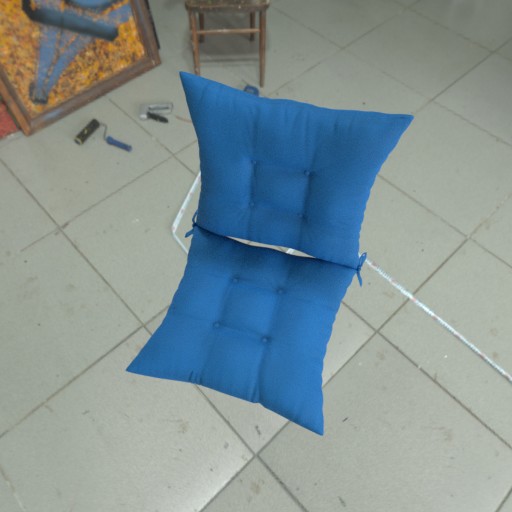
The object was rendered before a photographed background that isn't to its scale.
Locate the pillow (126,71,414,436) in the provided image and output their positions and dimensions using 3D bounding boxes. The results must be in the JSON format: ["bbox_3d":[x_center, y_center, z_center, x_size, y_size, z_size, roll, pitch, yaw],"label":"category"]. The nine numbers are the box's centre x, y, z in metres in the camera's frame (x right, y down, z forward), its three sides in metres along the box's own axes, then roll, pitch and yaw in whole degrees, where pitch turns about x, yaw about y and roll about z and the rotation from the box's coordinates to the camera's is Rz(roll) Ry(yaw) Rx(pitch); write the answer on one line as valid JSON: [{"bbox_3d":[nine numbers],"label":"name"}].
[{"bbox_3d":[0.000,0.000,1.021,0.541,0.536,0.585,15,59,9],"label":"pillow"}]
